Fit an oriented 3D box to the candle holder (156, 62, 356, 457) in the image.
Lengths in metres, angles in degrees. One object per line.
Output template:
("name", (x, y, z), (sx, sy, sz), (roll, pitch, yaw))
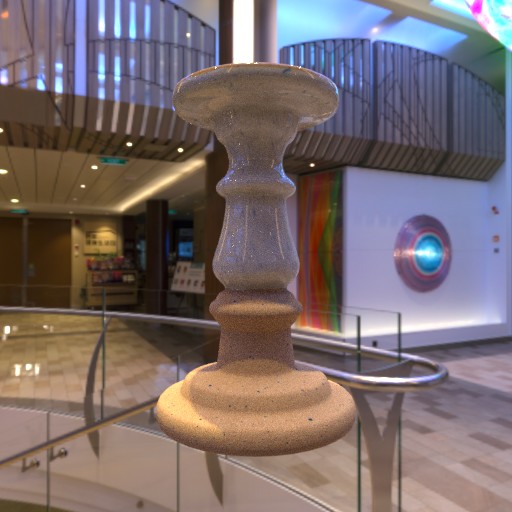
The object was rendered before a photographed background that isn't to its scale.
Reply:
("candle holder", (0.000, 0.000, 0.280), (0.123, 0.202, 0.123), (0, 0, 0))
